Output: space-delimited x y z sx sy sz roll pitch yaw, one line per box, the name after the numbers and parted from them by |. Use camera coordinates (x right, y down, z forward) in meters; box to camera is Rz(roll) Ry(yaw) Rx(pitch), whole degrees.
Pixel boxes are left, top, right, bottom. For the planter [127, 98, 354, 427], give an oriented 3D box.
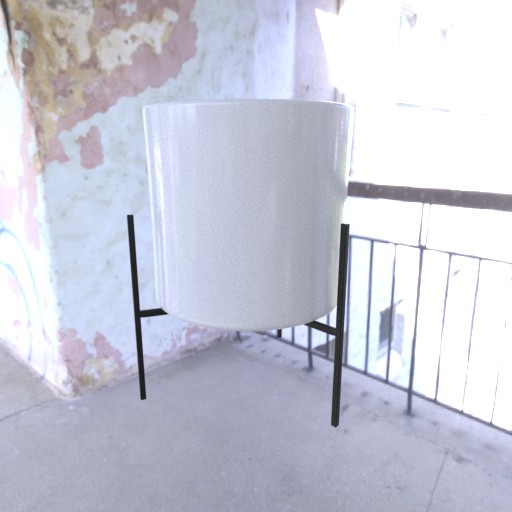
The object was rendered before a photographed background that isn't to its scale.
0.000 0.000 0.752 0.360 0.480 0.361 -14 20 -43 | planter
